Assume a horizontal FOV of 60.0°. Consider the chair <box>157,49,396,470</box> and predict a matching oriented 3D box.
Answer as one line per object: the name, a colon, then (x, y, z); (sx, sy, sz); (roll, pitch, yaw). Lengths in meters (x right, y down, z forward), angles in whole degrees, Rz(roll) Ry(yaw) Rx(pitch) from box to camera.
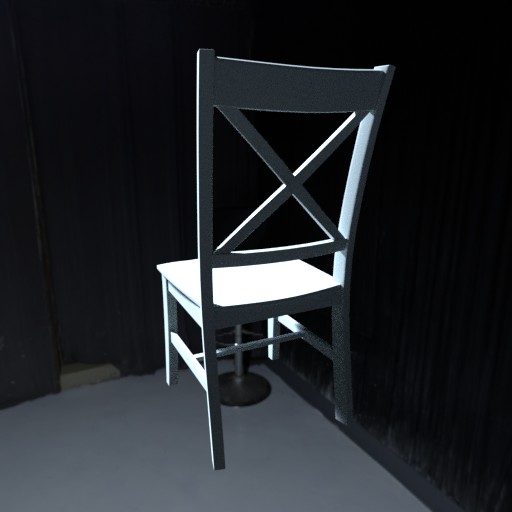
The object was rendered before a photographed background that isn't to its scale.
chair: (0.000, 0.000, 1.276); (0.485, 0.983, 0.542); (-8, 17, -26)
